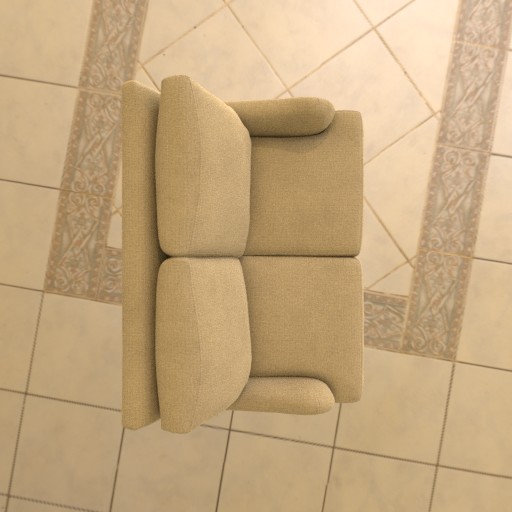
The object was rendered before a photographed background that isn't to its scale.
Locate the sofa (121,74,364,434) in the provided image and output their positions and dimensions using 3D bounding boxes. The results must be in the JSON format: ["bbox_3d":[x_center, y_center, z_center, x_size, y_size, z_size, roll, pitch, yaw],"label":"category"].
[{"bbox_3d":[0.000,0.000,2.193,1.087,0.999,1.480,0,90,1],"label":"sofa"}]
